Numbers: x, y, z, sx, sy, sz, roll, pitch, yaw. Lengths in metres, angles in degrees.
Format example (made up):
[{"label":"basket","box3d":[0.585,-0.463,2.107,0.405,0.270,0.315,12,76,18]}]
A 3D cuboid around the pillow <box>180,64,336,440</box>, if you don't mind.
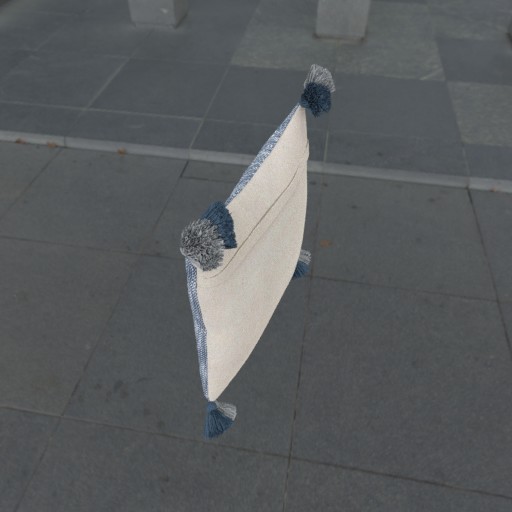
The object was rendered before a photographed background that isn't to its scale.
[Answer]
[{"label":"pillow","box3d":[0.000,0.000,0.947,0.138,0.634,0.614,19,50,17]}]
